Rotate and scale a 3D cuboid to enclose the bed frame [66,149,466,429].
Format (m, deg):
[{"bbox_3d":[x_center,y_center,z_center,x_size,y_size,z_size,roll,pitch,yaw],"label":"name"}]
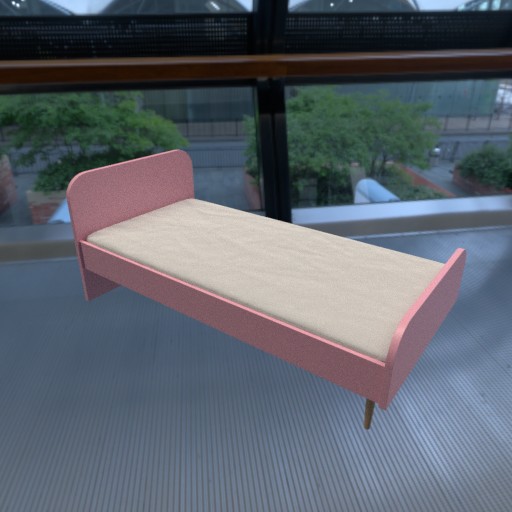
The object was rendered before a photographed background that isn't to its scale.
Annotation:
[{"bbox_3d":[0.000,0.000,2.487,1.963,0.805,0.998,18,31,33],"label":"bed frame"}]
